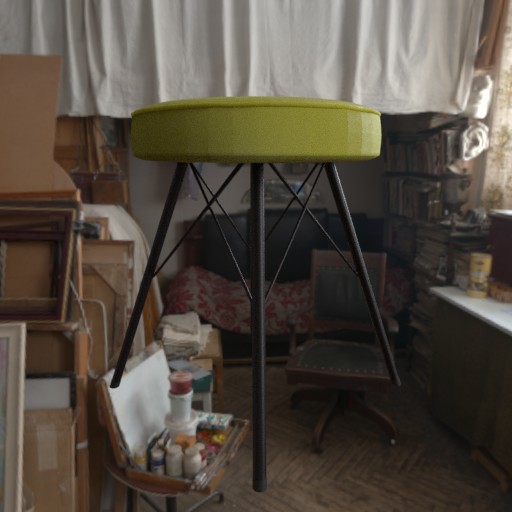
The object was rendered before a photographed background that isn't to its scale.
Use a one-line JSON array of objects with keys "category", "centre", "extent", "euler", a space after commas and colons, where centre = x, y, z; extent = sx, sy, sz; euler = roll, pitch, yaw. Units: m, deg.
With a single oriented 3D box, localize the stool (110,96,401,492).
[{"category": "stool", "centre": [0.000, 0.000, 0.796], "extent": [0.409, 0.508, 0.409], "euler": [12, 17, 43]}]
